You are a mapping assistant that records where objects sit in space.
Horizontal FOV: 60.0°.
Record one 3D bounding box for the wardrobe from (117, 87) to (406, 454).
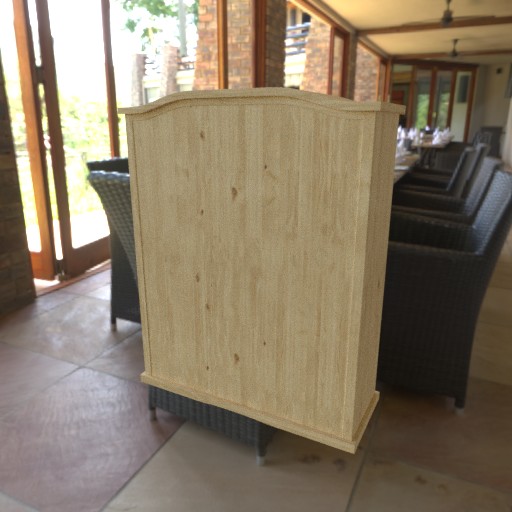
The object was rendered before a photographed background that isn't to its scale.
[{"bbox_3d":[0.000,0.000,2.696,1.500,1.870,0.570,9,19,27],"label":"wardrobe"}]
